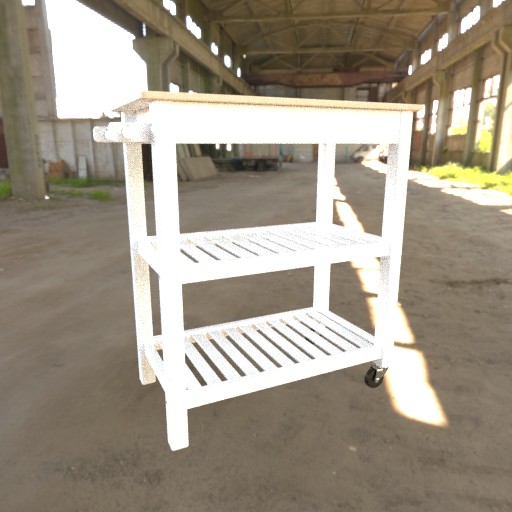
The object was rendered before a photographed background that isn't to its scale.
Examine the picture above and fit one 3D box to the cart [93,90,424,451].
[{"bbox_3d":[0.000,0.000,1.434,0.899,0.927,0.457,-7,16,-25],"label":"cart"}]
